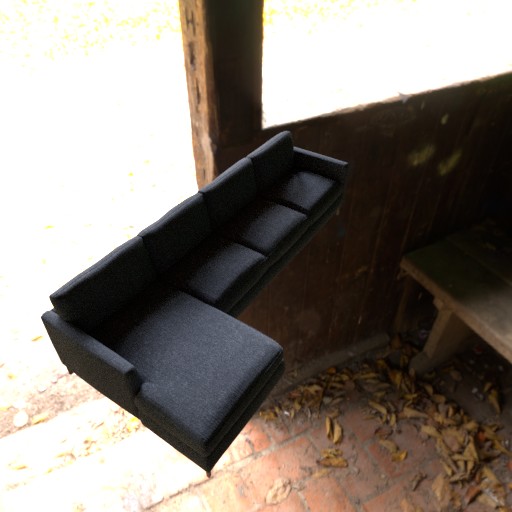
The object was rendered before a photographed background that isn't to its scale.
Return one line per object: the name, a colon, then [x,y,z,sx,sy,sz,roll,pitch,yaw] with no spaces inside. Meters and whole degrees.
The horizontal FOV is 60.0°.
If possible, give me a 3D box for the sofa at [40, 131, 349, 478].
sofa: [0.000,0.000,3.513,1.350,0.810,2.932,24,46,25]
